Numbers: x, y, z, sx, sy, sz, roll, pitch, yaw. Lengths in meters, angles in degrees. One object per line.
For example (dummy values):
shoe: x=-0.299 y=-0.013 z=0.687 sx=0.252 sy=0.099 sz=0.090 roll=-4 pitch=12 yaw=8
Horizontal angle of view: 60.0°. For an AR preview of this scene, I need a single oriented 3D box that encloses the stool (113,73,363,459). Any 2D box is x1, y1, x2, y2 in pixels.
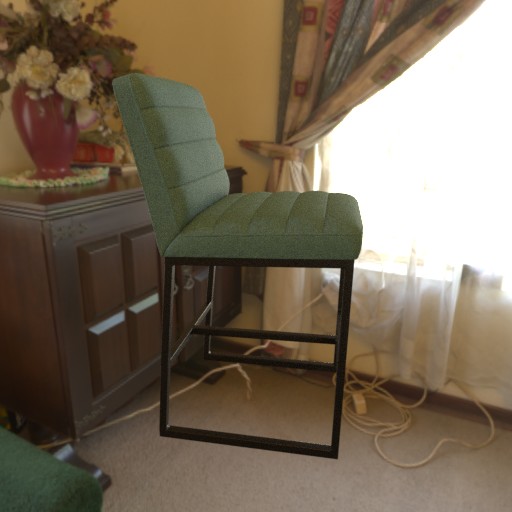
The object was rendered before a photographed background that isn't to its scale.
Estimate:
stool: x=0.000 y=0.000 z=1.255 sx=0.560 sy=0.940 sz=0.460 roll=3 pitch=17 yaw=10
